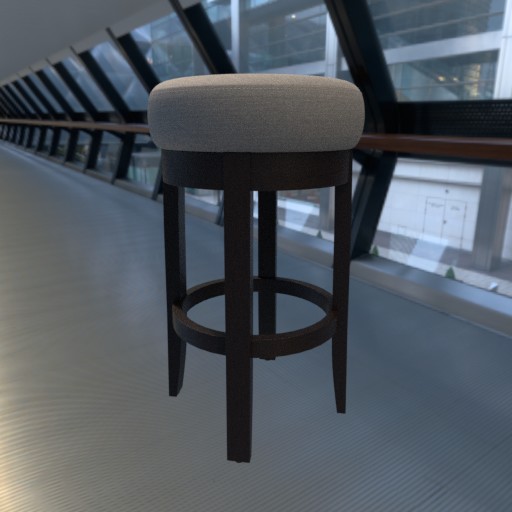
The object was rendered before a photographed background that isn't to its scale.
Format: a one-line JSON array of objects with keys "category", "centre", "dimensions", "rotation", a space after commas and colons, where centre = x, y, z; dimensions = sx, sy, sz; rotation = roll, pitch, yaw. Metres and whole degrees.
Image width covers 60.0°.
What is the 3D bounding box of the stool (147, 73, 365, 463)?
[{"category": "stool", "centre": [0.000, 0.000, 1.011], "dimensions": [0.443, 0.757, 0.443], "rotation": [0, 16, 0]}]
